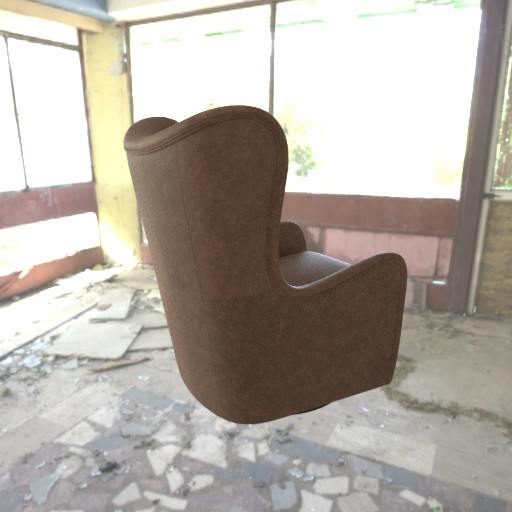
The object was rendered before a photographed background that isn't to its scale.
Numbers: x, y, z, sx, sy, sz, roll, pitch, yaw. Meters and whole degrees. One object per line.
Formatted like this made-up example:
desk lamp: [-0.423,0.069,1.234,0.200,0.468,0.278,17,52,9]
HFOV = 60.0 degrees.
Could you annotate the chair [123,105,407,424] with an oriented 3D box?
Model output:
chair: [0.000,0.000,1.760,0.930,1.079,0.831,-8,17,-27]
